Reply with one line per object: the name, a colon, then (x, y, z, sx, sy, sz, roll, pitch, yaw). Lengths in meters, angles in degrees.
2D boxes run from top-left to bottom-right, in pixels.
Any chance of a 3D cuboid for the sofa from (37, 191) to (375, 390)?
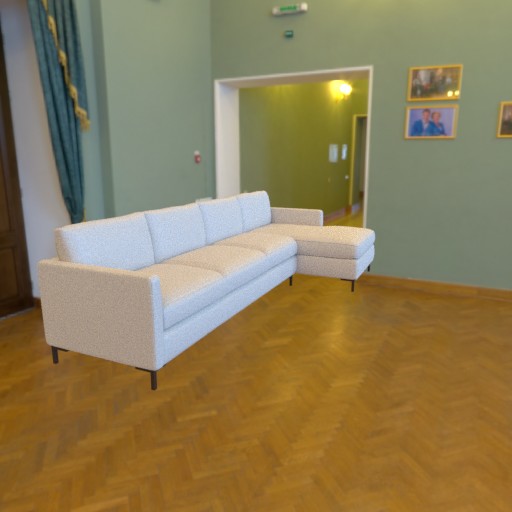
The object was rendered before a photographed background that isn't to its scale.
sofa: (0.000, 0.000, 3.240, 1.258, 0.755, 2.731, 6, 14, 24)
